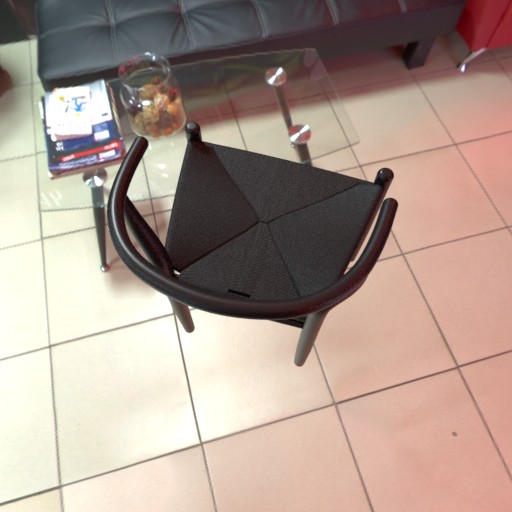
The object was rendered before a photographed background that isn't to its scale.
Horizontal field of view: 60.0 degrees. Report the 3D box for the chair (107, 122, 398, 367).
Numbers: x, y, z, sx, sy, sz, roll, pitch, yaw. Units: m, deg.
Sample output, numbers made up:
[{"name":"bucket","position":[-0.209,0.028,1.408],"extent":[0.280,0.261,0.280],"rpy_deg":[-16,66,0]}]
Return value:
[{"name":"chair","position":[0.000,0.000,1.141],"extent":[0.569,0.730,0.579],"rpy_deg":[15,64,8]}]
